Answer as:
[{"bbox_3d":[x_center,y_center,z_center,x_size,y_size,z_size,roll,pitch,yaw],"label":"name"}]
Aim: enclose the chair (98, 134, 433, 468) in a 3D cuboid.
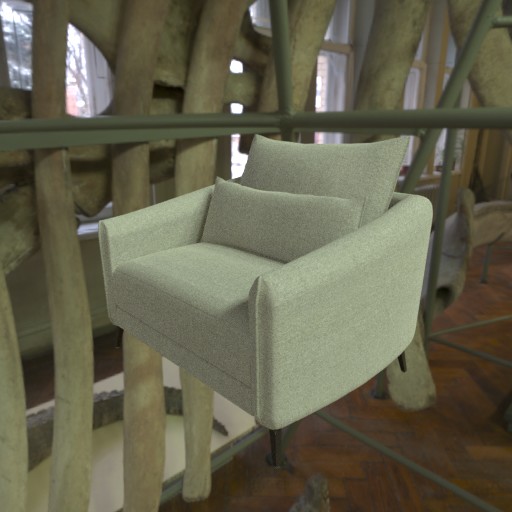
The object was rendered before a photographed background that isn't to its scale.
[{"bbox_3d":[0.000,0.000,1.638,0.801,0.856,1.029,-16,23,-41],"label":"chair"}]
